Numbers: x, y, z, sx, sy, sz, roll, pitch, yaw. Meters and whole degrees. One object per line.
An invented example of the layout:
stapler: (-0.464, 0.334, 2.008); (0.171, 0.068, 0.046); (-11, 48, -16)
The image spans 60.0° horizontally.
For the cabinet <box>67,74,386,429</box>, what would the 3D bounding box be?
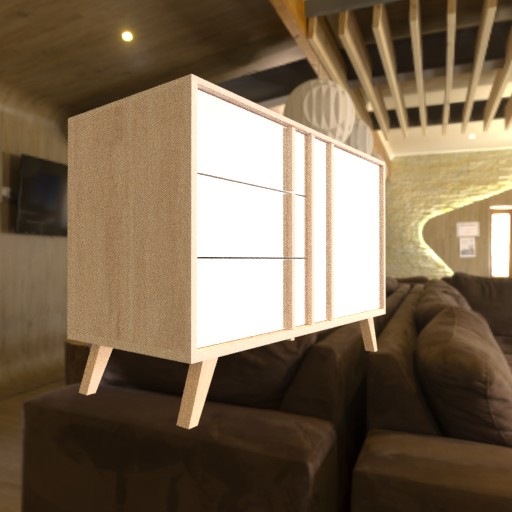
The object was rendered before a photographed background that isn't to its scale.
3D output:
cabinet: (0.000, 0.000, 1.549); (0.500, 0.780, 1.110); (0, -1, 38)
